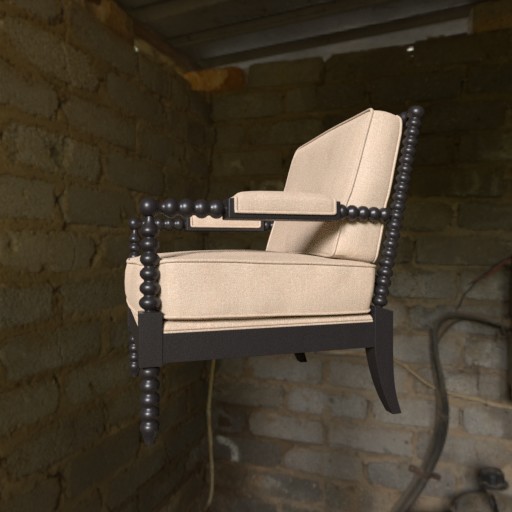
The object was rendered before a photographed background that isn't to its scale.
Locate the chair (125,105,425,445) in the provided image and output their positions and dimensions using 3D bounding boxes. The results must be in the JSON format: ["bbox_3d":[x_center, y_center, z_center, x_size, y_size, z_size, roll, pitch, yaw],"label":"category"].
[{"bbox_3d":[0.000,0.000,1.159,0.657,0.703,0.555,0,0,-18],"label":"chair"}]
